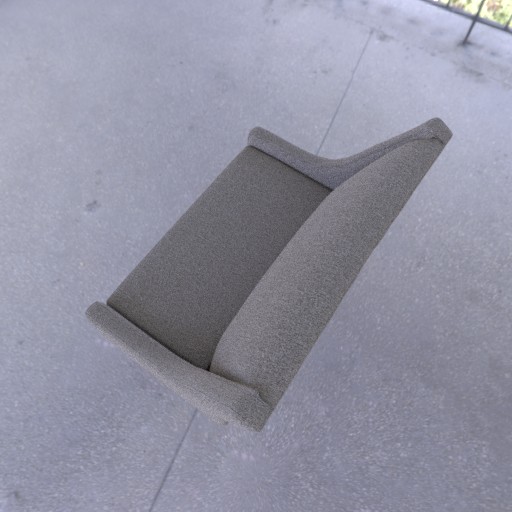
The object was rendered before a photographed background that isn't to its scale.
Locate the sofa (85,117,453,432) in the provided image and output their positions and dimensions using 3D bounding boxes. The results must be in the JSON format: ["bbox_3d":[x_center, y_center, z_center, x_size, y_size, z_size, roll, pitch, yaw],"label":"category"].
[{"bbox_3d":[0.000,0.000,1.873,0.862,1.026,1.242,32,68,15],"label":"sofa"}]
